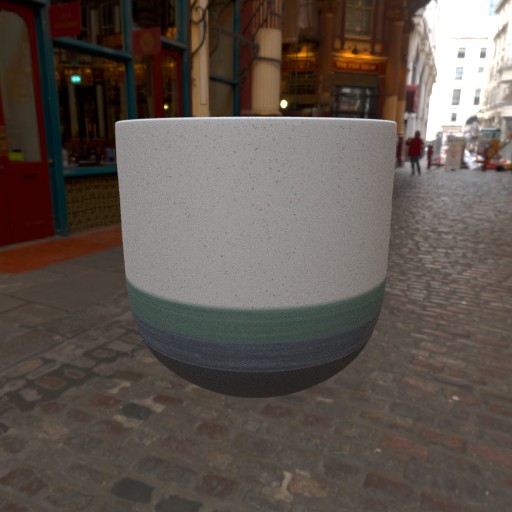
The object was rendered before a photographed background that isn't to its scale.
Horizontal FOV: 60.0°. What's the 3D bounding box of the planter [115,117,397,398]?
[{"bbox_3d":[0.000,0.000,0.471,0.268,0.270,0.268,0,15,0],"label":"planter"}]
